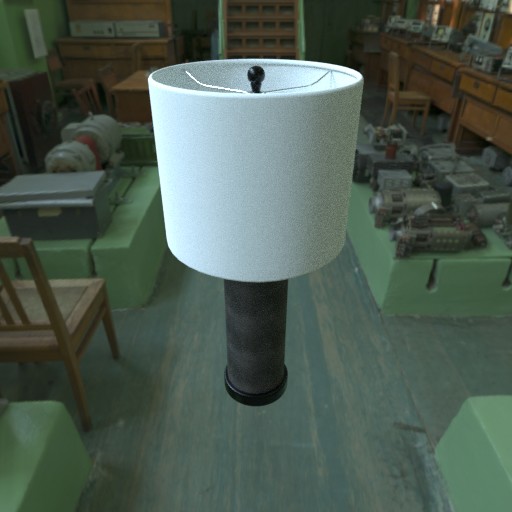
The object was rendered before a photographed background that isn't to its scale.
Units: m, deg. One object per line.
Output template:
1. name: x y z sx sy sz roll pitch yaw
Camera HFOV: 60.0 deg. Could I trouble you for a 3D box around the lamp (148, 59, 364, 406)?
1. lamp: 0.000 0.000 0.797 0.305 0.634 0.305 -1 31 -2
